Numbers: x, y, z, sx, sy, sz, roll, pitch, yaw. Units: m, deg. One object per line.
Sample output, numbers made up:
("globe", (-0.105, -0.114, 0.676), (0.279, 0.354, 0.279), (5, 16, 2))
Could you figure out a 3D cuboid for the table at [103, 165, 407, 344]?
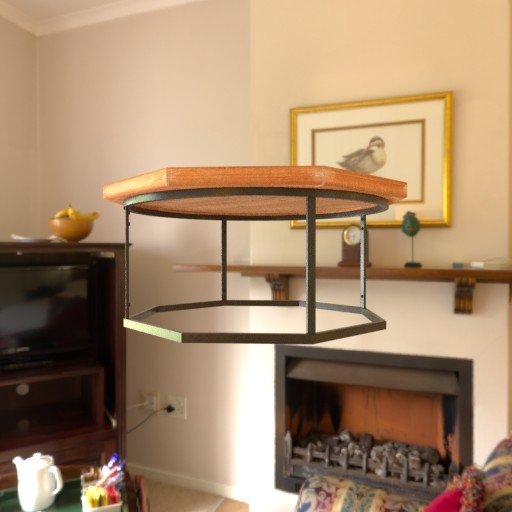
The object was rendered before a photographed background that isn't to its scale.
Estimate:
("table", (0.000, 0.000, 1.540), (1.002, 0.444, 1.002), (0, 0, 0))
